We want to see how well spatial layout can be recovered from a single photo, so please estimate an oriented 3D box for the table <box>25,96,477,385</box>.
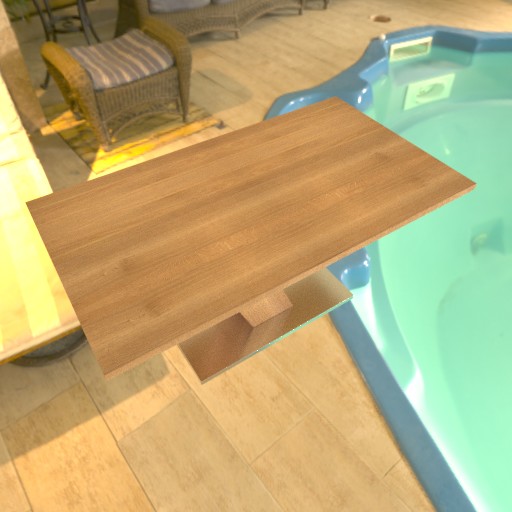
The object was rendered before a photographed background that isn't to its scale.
[{"bbox_3d":[0.000,0.000,2.069,1.600,0.750,0.900,-25,52,-22],"label":"table"}]
